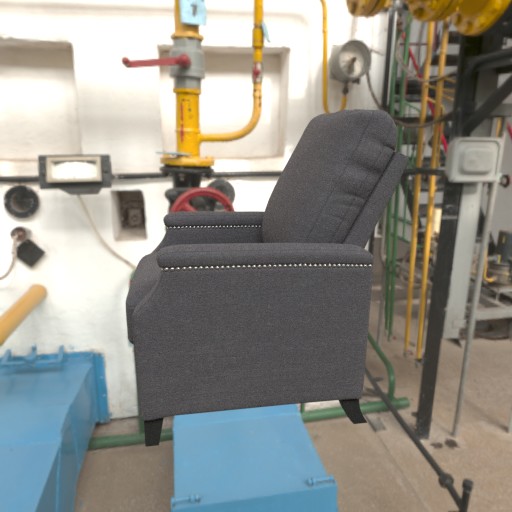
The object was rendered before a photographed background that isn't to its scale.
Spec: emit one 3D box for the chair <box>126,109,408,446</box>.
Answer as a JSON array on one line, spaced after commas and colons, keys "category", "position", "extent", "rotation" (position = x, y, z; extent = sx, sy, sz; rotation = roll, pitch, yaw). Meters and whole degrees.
[{"category": "chair", "position": [0.000, 0.000, 1.675], "extent": [0.922, 1.049, 0.710], "rotation": [-2, 15, -9]}]
